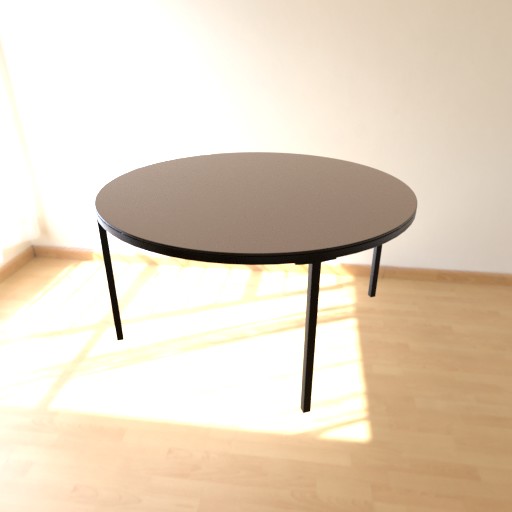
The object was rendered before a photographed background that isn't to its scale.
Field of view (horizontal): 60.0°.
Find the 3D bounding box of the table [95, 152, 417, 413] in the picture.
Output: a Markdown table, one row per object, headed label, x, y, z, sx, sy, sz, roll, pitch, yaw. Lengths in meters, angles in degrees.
| label | x | y | z | sx | sy | sz | roll | pitch | yaw |
| --- | --- | --- | --- | --- | --- | --- | --- | --- | --- |
| table | 0.000 | 0.000 | 1.239 | 0.800 | 0.400 | 0.800 | 0 | 26 | 0 |
